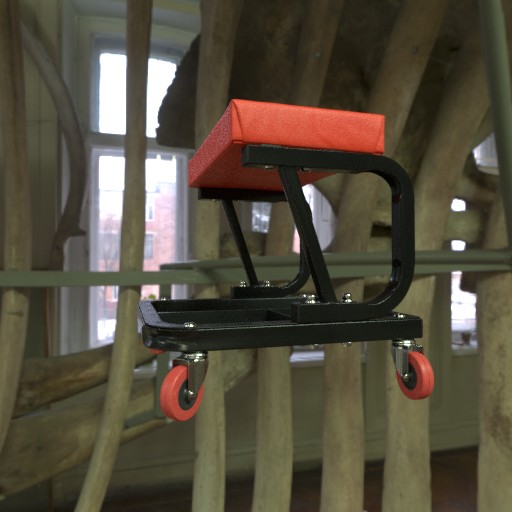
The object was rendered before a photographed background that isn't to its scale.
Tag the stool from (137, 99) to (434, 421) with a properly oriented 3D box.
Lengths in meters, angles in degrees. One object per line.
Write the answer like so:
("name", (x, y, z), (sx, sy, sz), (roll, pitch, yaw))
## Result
("stool", (0.000, 0.000, 0.728), (0.371, 0.380, 0.446), (0, 0, -17))
